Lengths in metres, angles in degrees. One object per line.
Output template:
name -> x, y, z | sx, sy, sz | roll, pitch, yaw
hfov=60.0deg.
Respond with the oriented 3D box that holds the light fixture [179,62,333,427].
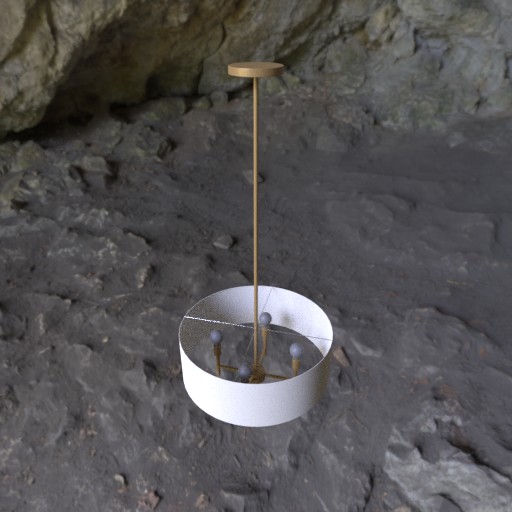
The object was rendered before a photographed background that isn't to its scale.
light fixture -> 0.000, 0.000, 1.341 | 0.508, 1.067, 0.508 | 0, 30, 0
